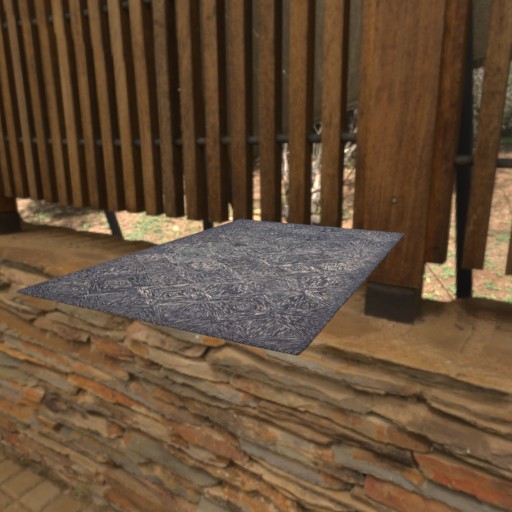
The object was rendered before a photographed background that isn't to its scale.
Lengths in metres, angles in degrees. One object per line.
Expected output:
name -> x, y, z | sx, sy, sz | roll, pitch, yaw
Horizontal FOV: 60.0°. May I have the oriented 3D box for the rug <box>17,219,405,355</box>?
rug -> 0.000, 0.000, 2.171 | 1.139, 0.010, 1.754 | 7, 16, 26
